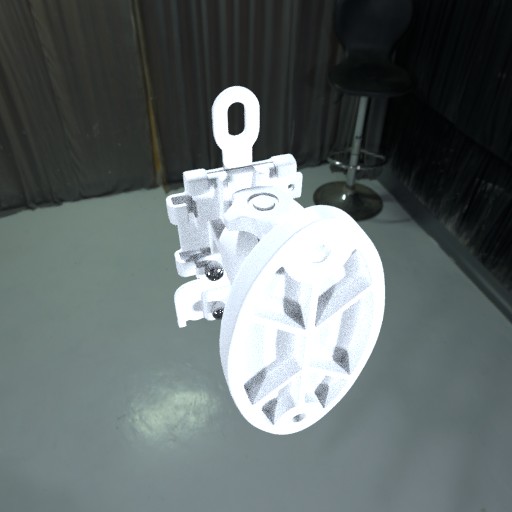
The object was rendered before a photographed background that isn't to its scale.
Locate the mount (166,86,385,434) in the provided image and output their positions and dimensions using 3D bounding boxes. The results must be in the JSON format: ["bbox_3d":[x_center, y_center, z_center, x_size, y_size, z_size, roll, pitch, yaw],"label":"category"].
[{"bbox_3d":[0.000,0.000,0.176,0.066,0.118,0.100,-13,43,-14],"label":"mount"}]
